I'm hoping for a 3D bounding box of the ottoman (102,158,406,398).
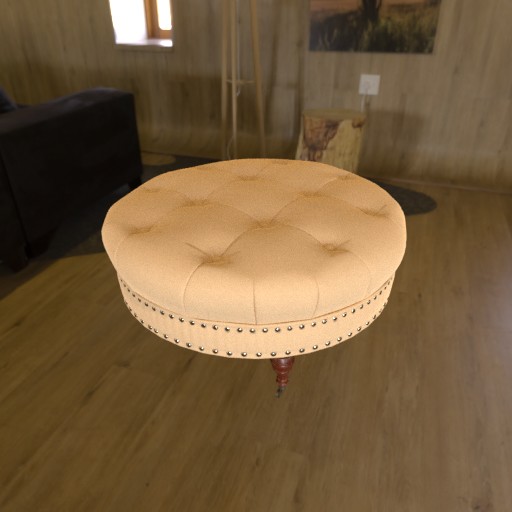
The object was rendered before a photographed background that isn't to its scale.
[{"bbox_3d":[0.000,0.000,1.418,0.901,0.439,0.901,0,30,0],"label":"ottoman"}]
